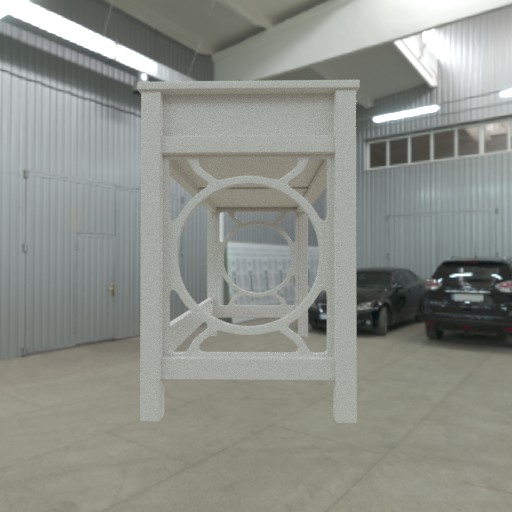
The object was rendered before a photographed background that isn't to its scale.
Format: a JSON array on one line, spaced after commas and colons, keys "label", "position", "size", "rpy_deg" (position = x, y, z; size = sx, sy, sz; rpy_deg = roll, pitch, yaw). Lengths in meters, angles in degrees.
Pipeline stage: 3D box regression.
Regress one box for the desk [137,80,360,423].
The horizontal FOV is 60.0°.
[{"label": "desk", "position": [0.000, 0.000, 1.573], "size": [0.504, 0.762, 1.191], "rpy_deg": [0, -1, 1]}]
